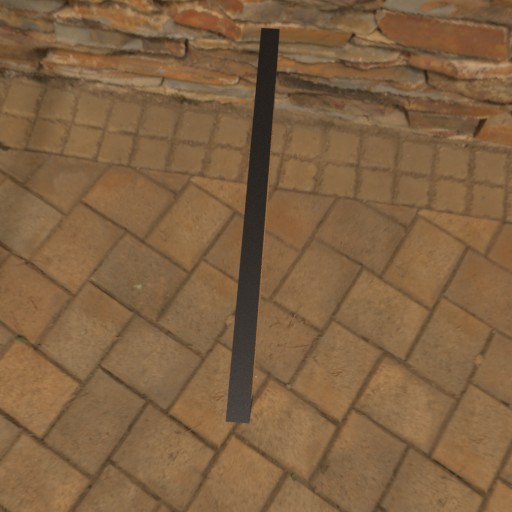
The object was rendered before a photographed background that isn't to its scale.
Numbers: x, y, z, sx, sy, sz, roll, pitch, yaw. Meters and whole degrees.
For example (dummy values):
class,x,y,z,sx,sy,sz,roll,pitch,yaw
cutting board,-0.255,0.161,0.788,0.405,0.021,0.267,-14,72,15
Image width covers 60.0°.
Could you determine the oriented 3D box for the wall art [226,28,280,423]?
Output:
class,x,y,z,sx,sy,sz,roll,pitch,yaw
wall art,0.000,0.000,1.176,0.038,0.762,0.762,4,75,1
